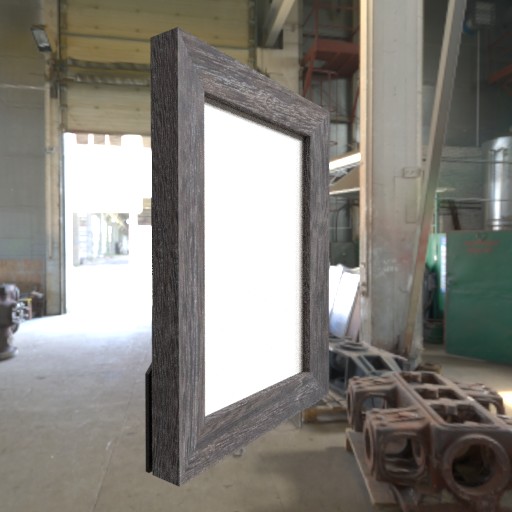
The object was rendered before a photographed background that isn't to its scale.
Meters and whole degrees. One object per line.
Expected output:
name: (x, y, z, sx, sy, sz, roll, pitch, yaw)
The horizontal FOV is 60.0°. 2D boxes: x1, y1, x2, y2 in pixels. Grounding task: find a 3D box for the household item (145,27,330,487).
household item: (0.000, 0.000, 0.233, 0.020, 0.180, 0.133, 1, 1, 35)
